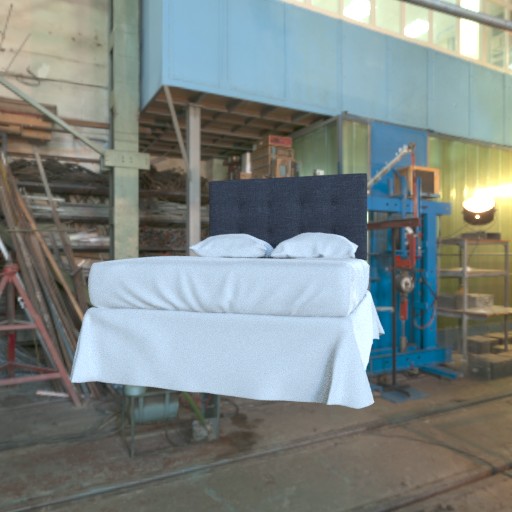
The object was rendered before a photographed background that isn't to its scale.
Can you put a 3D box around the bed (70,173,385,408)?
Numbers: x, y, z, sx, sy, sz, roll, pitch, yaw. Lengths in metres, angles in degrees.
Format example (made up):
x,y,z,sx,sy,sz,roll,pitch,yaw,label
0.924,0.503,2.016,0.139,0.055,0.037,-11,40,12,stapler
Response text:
x,y,z,sx,sy,sz,roll,pitch,yaw,label
0.000,0.000,3.526,1.936,1.577,2.222,0,0,17,bed
